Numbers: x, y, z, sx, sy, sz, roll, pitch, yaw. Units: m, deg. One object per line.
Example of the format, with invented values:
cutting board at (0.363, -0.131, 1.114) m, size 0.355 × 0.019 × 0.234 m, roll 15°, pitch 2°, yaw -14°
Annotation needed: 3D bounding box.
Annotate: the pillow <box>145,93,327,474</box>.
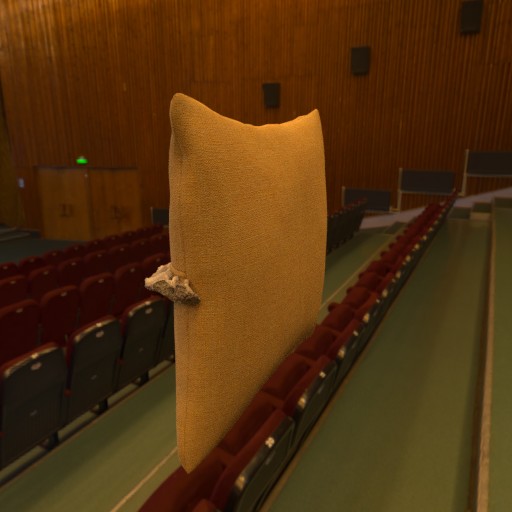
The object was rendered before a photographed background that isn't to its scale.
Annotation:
pillow at (0.000, 0.000, 0.738) m, size 0.167 × 0.481 × 0.485 m, roll 8°, pitch 18°, yaw 26°
